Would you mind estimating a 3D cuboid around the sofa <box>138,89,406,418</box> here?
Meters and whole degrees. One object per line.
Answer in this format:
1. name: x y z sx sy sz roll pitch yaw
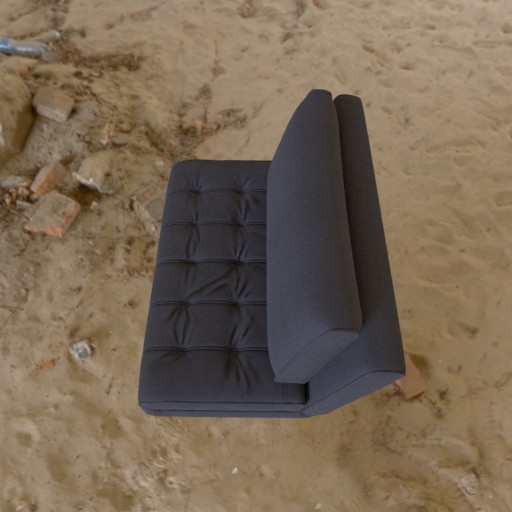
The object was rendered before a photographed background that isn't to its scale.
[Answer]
1. sofa: 0.000 0.000 1.886 0.910 0.910 1.220 1 59 0
